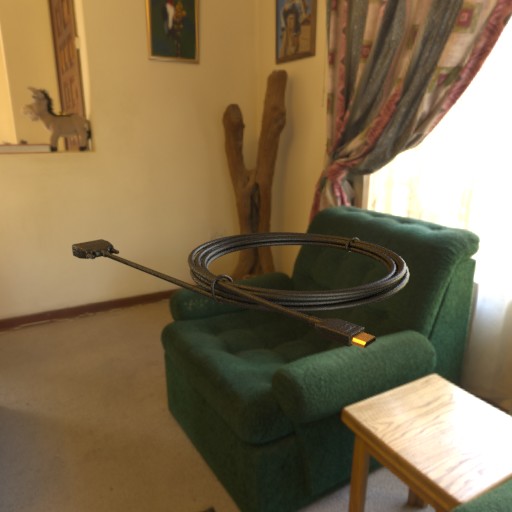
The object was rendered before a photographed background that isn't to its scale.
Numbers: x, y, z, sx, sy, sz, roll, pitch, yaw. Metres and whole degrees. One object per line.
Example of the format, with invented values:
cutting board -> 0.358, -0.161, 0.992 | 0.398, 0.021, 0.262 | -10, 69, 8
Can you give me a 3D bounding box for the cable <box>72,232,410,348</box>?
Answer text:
cable -> 0.000, 0.000, 0.517 | 0.422, 0.030, 0.257 | 15, 22, 42
